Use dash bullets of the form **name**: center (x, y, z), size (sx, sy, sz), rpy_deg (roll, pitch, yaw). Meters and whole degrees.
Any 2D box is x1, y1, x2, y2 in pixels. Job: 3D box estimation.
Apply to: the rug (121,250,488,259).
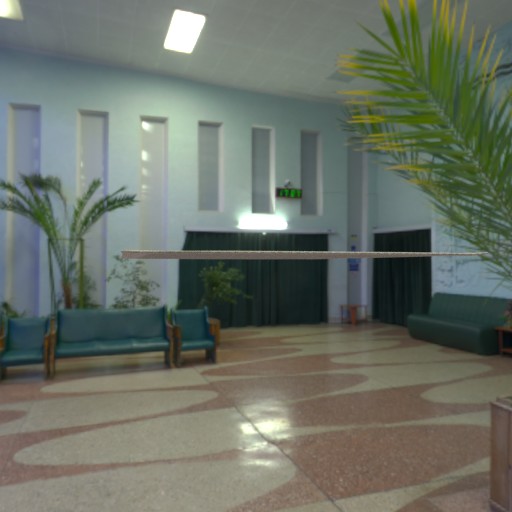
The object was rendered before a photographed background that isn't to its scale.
- **rug**: center (0.000, 0.000, 3.918), size (2.277, 0.035, 2.897), rpy_deg (0, -1, -17)
